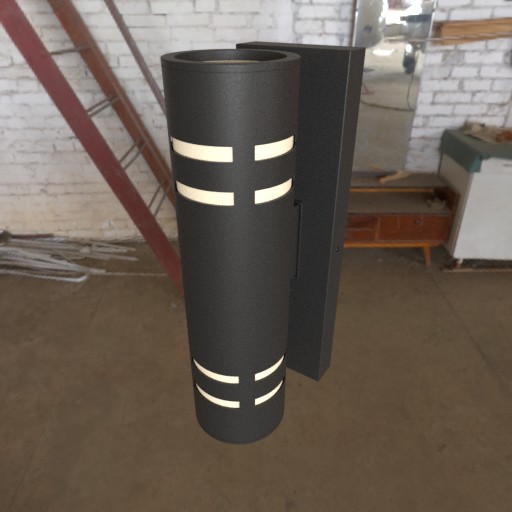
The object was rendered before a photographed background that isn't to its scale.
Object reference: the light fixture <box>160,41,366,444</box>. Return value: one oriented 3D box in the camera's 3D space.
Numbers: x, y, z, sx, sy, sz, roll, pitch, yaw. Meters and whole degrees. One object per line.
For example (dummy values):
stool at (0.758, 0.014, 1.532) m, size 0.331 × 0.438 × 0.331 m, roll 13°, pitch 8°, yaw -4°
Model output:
light fixture at (0.000, 0.000, 0.393) m, size 0.105 × 0.330 × 0.149 m, roll 18°, pitch 35°, yaw 29°
